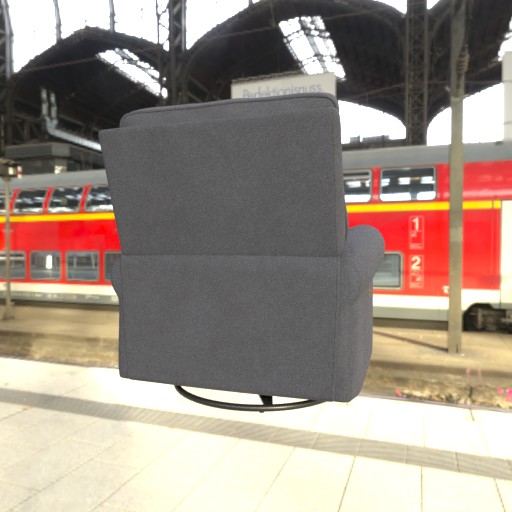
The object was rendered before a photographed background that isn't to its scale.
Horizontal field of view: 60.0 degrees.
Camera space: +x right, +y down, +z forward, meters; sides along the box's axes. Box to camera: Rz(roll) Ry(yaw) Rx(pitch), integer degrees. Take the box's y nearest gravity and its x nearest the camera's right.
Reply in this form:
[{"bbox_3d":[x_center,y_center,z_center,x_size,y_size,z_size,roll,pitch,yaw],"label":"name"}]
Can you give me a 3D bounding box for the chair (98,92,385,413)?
[{"bbox_3d":[0.000,0.000,1.635,0.890,0.961,0.878,0,1,18],"label":"chair"}]
